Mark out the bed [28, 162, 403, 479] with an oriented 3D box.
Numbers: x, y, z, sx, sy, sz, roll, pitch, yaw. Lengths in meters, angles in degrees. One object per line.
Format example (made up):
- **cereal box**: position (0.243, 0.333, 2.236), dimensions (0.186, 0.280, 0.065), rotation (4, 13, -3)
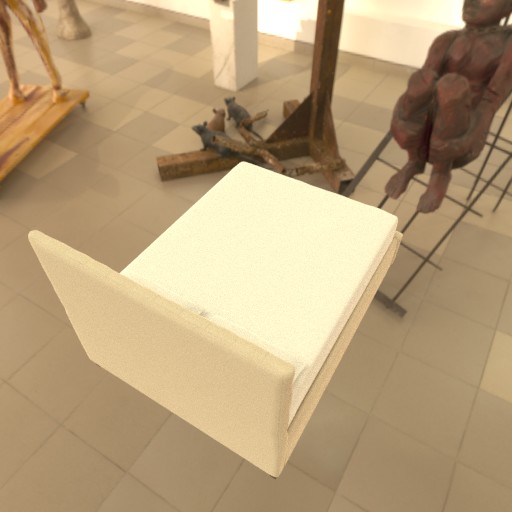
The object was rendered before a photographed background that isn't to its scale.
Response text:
- **bed**: position (0.000, 0.000, 3.332), dimensions (1.696, 1.426, 2.233), rotation (24, 51, 21)
